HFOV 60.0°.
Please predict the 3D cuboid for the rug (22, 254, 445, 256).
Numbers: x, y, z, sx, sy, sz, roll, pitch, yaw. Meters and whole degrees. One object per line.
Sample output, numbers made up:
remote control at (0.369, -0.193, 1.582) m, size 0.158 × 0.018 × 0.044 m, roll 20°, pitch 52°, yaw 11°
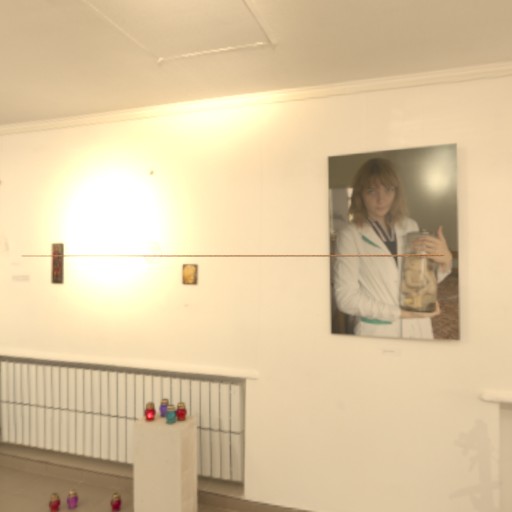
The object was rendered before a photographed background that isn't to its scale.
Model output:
rug at (0.000, 0.000, 4.117) m, size 3.045 × 0.011 × 2.436 m, roll 0°, pitch 0°, yaw 18°
